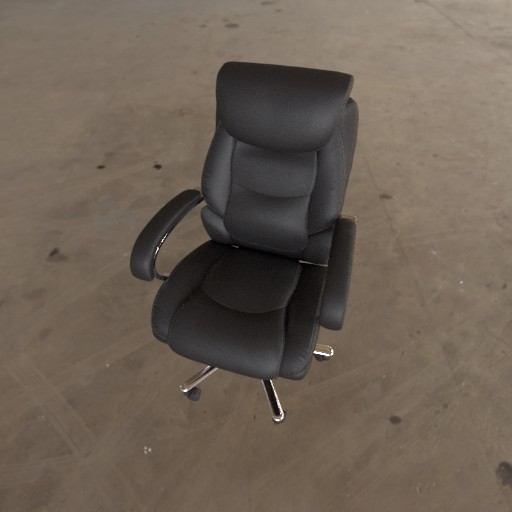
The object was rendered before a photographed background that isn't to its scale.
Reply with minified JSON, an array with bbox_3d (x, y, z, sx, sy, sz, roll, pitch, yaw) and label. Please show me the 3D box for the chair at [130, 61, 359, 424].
[{"bbox_3d":[0.000,0.000,1.692,0.755,1.183,0.790,13,43,14],"label":"chair"}]
